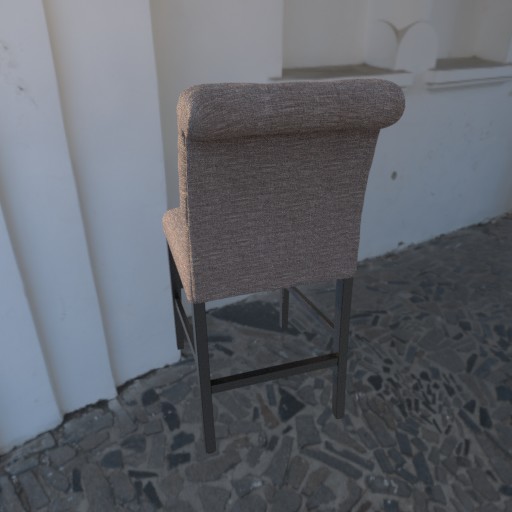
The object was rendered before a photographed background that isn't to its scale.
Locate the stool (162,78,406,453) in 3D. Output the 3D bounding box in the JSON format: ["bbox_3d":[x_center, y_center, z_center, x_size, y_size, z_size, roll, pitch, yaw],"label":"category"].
[{"bbox_3d":[0.000,0.000,1.264,0.457,0.970,0.611,-8,28,-16],"label":"stool"}]
